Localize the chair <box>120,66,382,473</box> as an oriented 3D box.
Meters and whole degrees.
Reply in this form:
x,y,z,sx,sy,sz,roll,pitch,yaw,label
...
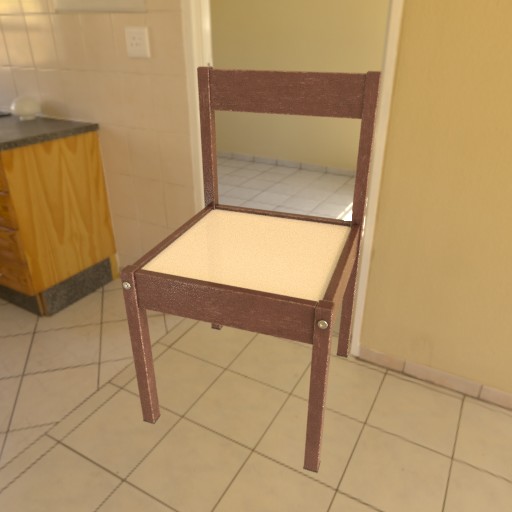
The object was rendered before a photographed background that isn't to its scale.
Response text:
x,y,z,sx,sy,sz,roll,pitch,yaw,label
0.000,0.000,0.671,0.285,0.505,0.285,9,28,17,chair
